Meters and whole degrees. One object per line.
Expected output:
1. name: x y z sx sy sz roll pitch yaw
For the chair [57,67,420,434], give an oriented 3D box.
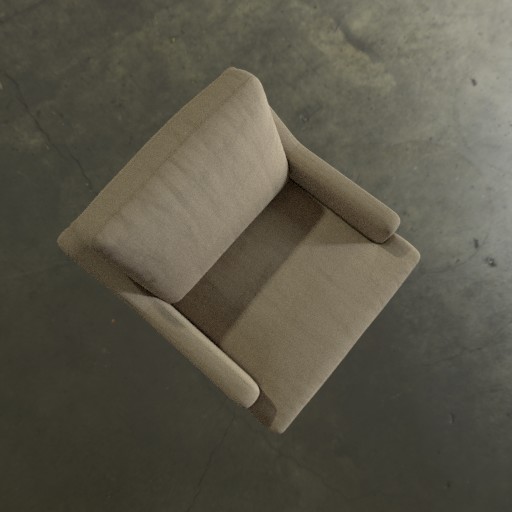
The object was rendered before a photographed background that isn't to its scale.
1. chair: 0.000 0.000 1.698 1.001 0.916 0.912 40 80 9
